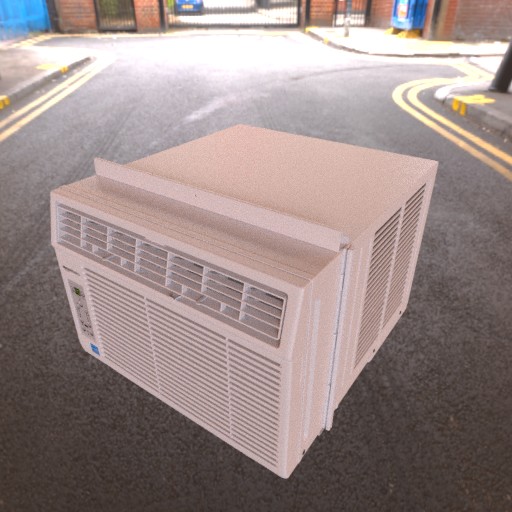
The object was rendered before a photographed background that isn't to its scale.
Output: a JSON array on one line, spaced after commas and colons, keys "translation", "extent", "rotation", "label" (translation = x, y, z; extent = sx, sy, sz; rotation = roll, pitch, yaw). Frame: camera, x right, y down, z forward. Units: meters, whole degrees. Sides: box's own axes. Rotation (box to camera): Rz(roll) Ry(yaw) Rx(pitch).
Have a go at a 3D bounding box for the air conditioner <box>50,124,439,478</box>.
[{"translation": [0.000, 0.000, 0.869], "extent": [0.503, 0.388, 0.546], "rotation": [20, 36, 30], "label": "air conditioner"}]
